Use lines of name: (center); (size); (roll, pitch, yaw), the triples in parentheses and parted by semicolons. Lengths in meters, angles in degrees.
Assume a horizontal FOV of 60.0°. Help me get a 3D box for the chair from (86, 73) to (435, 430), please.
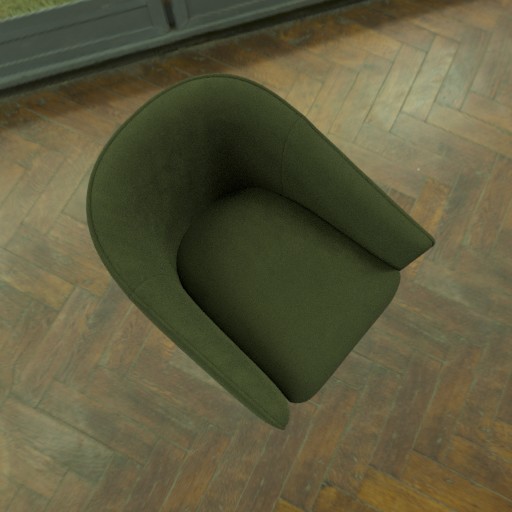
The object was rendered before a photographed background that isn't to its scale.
chair: (0.000, 0.000, 1.470); (0.875, 0.799, 0.747); (40, 79, 10)
